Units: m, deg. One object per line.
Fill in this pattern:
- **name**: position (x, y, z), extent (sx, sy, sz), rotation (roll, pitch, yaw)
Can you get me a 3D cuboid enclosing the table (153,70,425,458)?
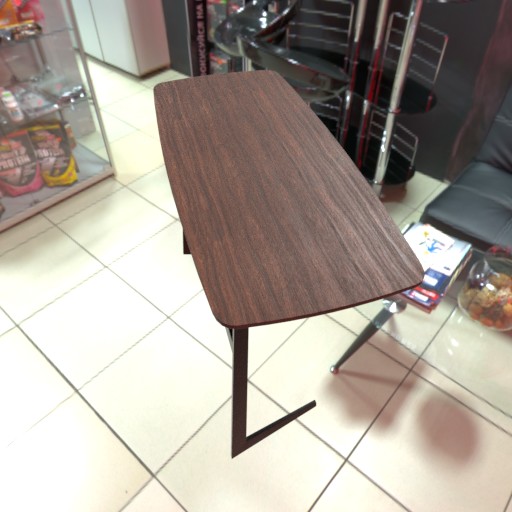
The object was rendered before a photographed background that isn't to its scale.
- **table**: position (0.000, 0.000, 1.100), extent (0.361, 0.576, 0.804), rotation (-11, 47, -11)
